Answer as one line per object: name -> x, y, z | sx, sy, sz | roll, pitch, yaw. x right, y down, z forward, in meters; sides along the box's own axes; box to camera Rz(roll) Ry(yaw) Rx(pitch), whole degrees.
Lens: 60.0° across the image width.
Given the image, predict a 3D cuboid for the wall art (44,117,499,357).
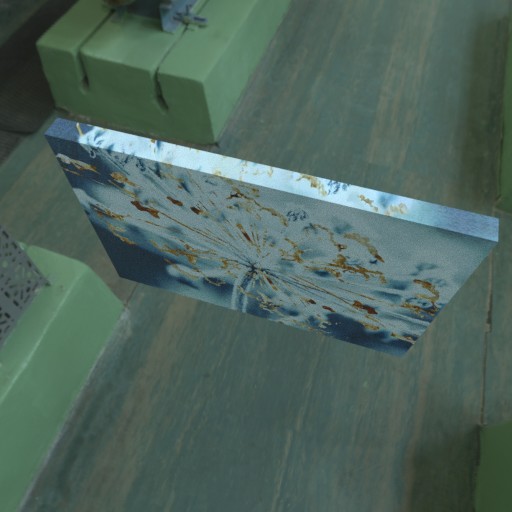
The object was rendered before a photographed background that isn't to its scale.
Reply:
wall art -> 0.000, 0.000, 0.750 | 0.607, 0.405, 0.036 | 15, 59, 9
